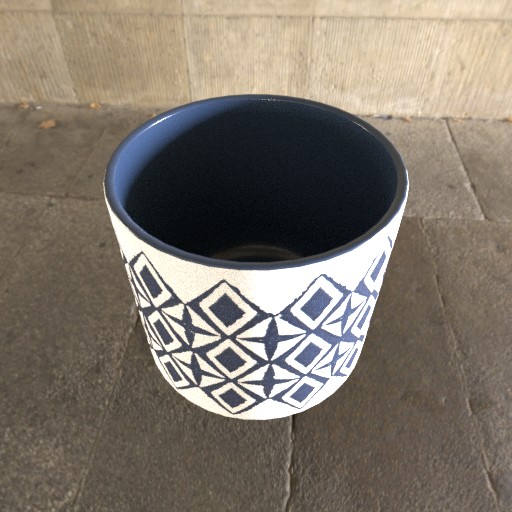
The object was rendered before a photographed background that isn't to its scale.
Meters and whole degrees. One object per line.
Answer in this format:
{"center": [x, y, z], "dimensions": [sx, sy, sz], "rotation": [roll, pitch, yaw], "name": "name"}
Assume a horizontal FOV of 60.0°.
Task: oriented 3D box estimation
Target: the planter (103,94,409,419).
{"center": [0.000, 0.000, 0.286], "dimensions": [0.159, 0.144, 0.159], "rotation": [0, 45, 0], "name": "planter"}
